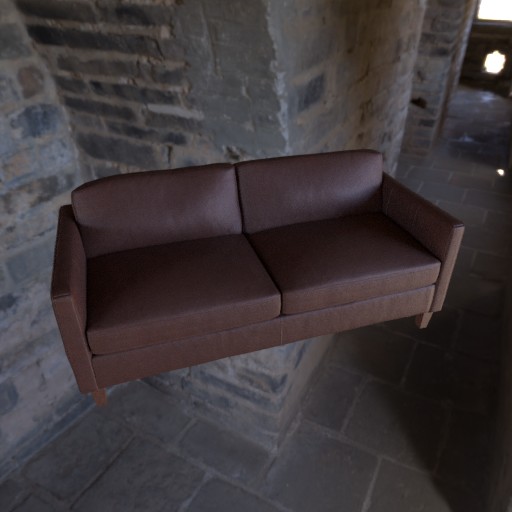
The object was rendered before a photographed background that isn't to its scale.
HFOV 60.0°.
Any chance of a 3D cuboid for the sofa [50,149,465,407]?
[{"bbox_3d":[0.000,0.000,2.432,1.971,0.863,0.923,-10,33,-15],"label":"sofa"}]
